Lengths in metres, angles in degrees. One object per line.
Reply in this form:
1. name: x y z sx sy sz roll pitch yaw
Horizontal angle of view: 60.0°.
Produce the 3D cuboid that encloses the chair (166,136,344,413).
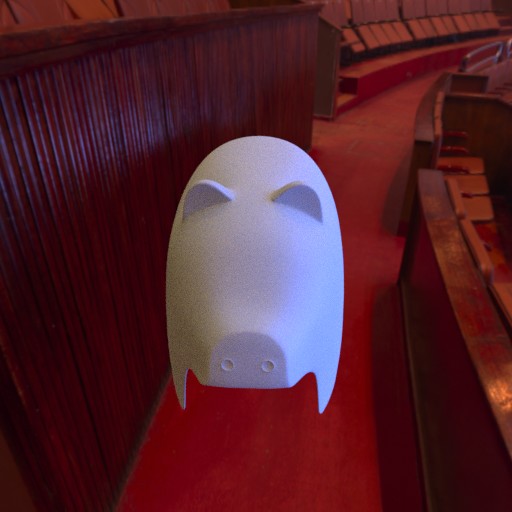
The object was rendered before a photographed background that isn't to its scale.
1. chair: 0.000 0.000 0.871 0.364 0.423 0.619 1 31 2
